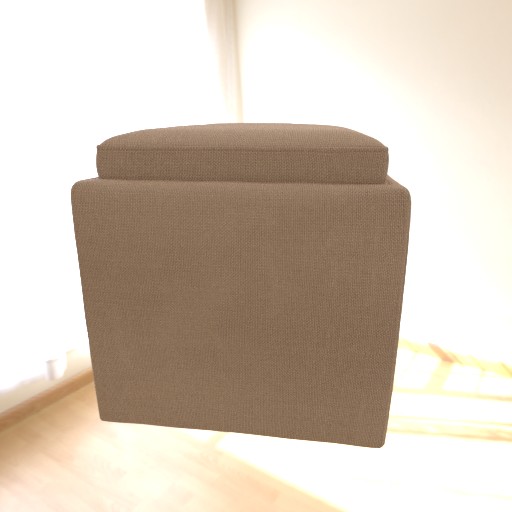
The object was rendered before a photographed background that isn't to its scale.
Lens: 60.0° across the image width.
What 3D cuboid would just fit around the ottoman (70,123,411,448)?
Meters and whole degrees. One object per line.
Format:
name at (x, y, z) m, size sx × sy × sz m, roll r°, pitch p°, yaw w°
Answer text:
ottoman at (0.000, 0.000, 0.800) m, size 0.451 × 0.460 × 0.450 m, roll 2°, pitch 17°, yaw 8°
